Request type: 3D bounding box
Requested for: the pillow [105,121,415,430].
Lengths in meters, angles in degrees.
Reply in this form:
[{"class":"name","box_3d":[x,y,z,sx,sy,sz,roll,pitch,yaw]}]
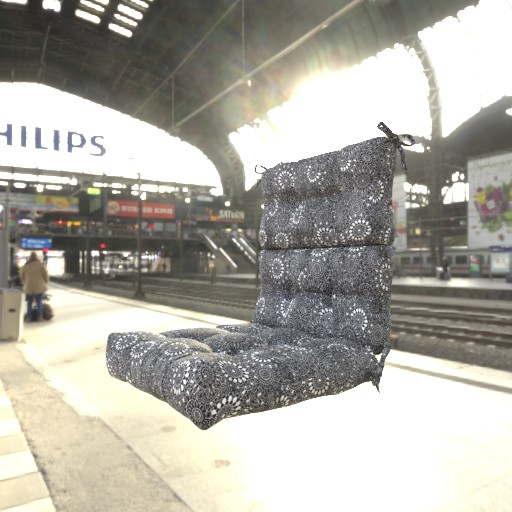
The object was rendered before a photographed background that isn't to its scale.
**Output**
[{"class":"pillow","box_3d":[0.000,0.000,1.041,0.571,0.605,0.519,1,-1,-36]}]
